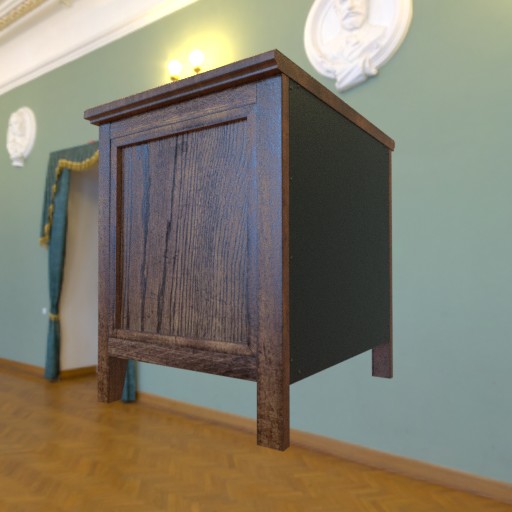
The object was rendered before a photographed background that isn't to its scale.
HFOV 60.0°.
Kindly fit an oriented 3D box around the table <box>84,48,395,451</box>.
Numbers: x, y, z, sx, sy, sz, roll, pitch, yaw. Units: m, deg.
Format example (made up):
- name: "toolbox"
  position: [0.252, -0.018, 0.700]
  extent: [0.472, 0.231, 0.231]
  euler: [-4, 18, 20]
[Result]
- name: "table"
  position: [0.000, 0.000, 1.013]
  extent: [0.461, 0.597, 0.586]
  euler: [-1, -2, 34]
